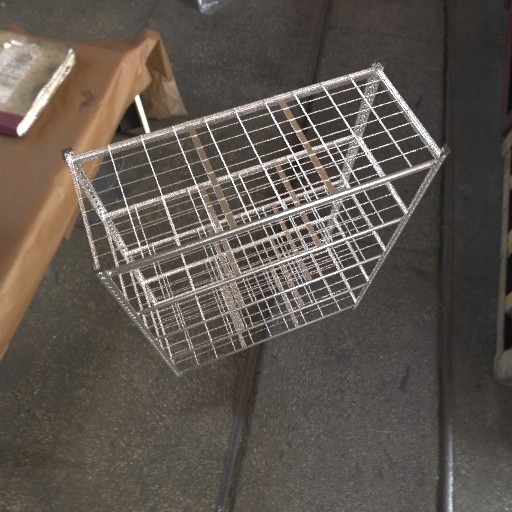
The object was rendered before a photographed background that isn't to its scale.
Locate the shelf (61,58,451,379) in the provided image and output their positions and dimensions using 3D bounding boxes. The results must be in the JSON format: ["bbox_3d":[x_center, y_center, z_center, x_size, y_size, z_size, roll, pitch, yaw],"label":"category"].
[{"bbox_3d":[0.000,0.000,2.745,1.524,1.981,0.610,-20,65,-9],"label":"shelf"}]
